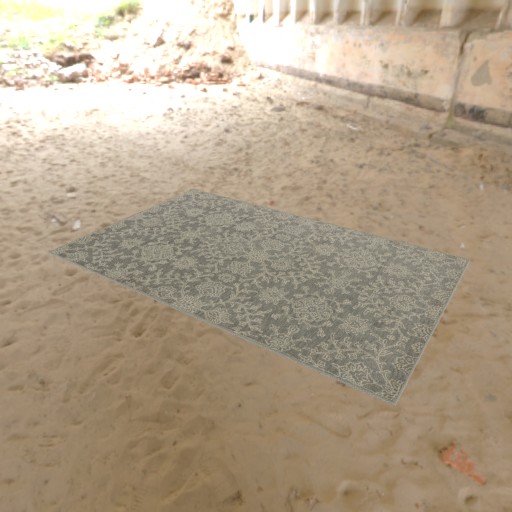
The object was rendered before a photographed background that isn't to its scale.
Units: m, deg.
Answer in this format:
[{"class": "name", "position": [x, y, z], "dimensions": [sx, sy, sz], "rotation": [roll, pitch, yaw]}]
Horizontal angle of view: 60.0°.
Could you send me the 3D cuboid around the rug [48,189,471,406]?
[{"class": "rug", "position": [0.000, 0.000, 3.001], "dimensions": [2.430, 0.010, 1.515], "rotation": [18, 33, 29]}]
